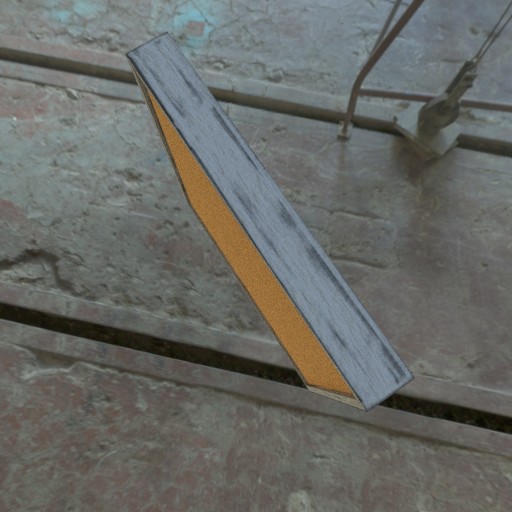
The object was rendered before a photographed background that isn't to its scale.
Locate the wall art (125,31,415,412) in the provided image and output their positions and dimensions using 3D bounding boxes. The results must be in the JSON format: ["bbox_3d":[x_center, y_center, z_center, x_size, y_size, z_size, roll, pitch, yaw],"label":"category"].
[{"bbox_3d":[0.000,0.000,0.449,0.036,0.303,0.303,-32,78,-8],"label":"wall art"}]
